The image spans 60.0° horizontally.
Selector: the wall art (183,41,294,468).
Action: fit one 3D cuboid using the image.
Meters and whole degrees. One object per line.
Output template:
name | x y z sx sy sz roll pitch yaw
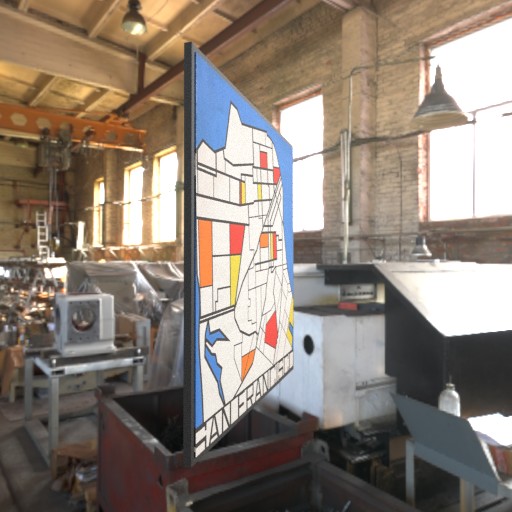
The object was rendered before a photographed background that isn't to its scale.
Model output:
wall art | 0.000 0.000 1.005 0.015 0.663 0.664 0 -1 19
